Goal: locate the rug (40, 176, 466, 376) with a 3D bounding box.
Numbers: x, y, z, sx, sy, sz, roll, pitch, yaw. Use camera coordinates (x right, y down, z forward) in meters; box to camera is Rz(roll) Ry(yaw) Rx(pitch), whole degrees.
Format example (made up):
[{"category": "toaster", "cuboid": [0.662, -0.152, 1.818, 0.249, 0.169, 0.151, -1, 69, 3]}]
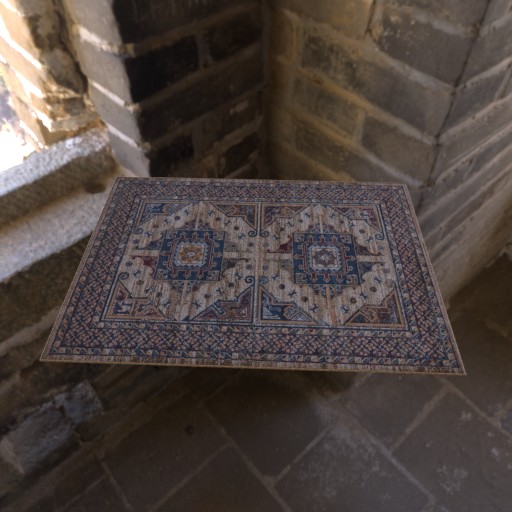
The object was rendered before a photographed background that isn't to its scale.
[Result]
[{"category": "rug", "cuboid": [0.000, 0.000, 2.860, 2.227, 0.008, 1.611, 2, 47, 1]}]
